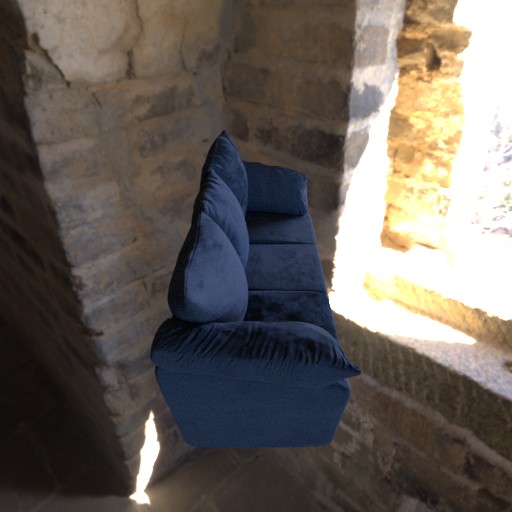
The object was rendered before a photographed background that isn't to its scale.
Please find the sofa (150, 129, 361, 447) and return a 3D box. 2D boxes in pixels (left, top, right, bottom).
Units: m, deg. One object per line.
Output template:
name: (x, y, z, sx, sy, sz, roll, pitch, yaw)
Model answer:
sofa: (0.000, 0.000, 2.896, 0.907, 1.091, 2.390, 0, 31, 0)
